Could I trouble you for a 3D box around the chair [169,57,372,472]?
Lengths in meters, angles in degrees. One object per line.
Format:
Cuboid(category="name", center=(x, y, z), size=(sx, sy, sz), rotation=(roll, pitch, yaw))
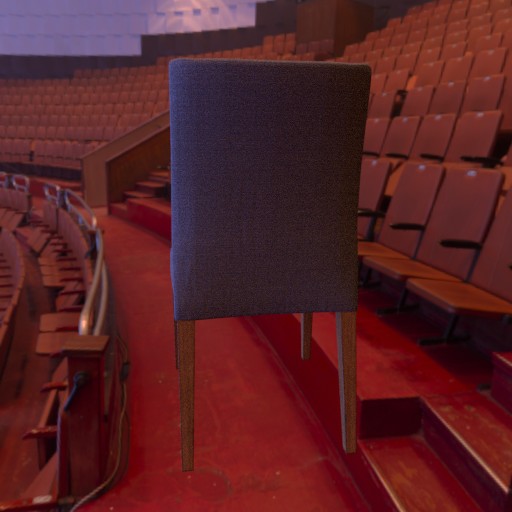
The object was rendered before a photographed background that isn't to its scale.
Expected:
Cuboid(category="chair", center=(0.000, 0.000, 1.252), size=(0.496, 0.940, 0.585), rotation=(-2, 14, -9))
